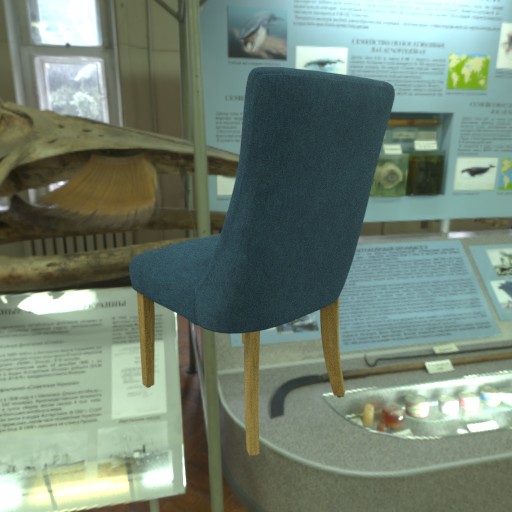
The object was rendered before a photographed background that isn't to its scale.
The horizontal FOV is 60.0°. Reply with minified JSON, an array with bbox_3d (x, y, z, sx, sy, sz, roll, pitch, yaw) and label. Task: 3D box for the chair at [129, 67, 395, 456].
[{"bbox_3d":[0.000,0.000,1.242,0.495,0.902,0.609,-14,21,-41],"label":"chair"}]
